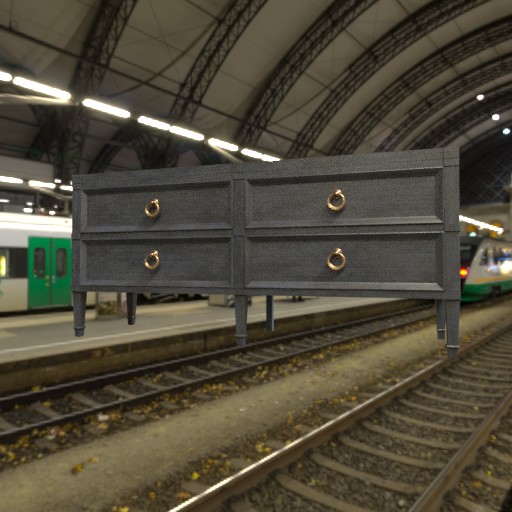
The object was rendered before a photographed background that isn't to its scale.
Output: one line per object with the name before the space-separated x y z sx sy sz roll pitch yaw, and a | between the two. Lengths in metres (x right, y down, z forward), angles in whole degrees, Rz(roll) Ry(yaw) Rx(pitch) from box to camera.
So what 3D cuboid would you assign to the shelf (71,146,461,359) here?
shelf | 0.000 0.000 1.933 1.575 0.719 0.479 0 -1 18
